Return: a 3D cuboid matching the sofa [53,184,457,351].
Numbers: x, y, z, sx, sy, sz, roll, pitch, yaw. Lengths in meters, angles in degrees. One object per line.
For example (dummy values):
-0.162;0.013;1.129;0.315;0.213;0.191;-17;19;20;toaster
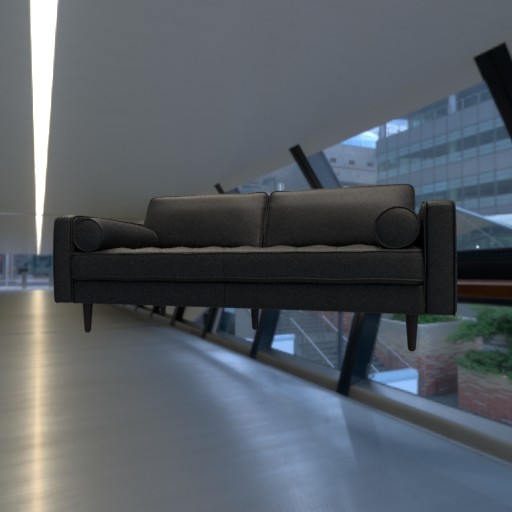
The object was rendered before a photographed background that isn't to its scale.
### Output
0.000;0.000;2.333;1.879;0.770;0.921;0;-1;18;sofa
